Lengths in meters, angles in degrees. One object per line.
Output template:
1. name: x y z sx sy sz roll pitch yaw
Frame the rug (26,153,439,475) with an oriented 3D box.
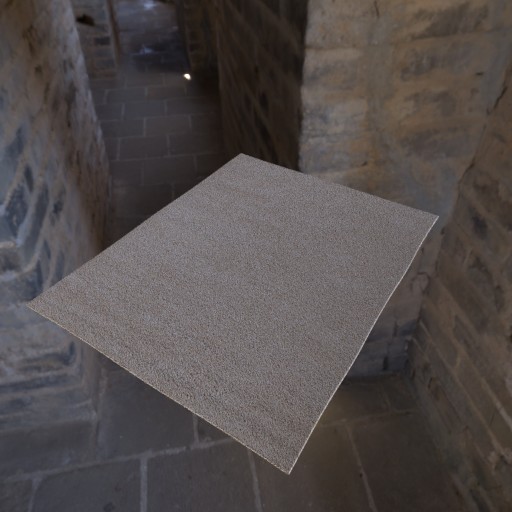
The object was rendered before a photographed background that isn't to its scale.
1. rug: 0.000 0.000 3.975 2.400 0.026 3.000 23 46 24
